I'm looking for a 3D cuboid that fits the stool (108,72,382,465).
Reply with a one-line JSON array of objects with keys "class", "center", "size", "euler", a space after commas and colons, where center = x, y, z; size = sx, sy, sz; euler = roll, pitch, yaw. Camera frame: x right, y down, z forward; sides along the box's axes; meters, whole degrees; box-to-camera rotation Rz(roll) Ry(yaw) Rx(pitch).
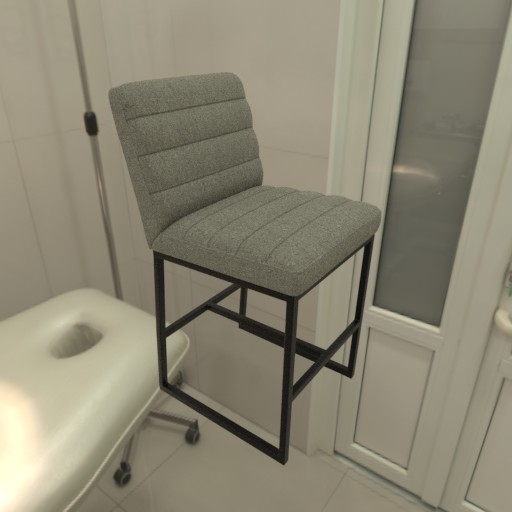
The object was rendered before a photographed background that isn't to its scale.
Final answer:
[{"class": "stool", "center": [0.000, 0.000, 1.276], "size": [0.560, 0.940, 0.460], "euler": [18, 32, 32]}]
